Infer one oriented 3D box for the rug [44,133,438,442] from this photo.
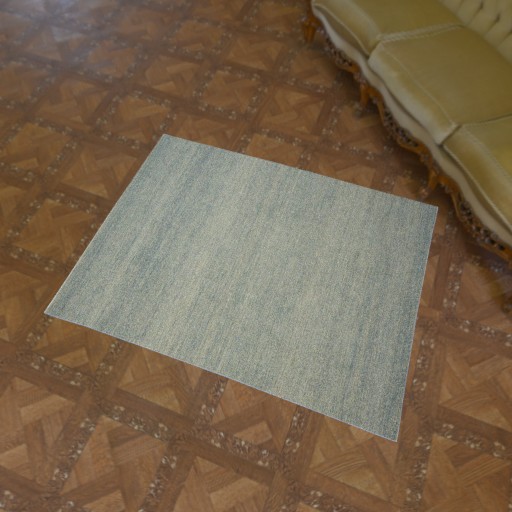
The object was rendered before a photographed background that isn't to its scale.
[{"bbox_3d":[0.000,0.000,4.357,3.237,0.046,2.461,17,60,10],"label":"rug"}]
